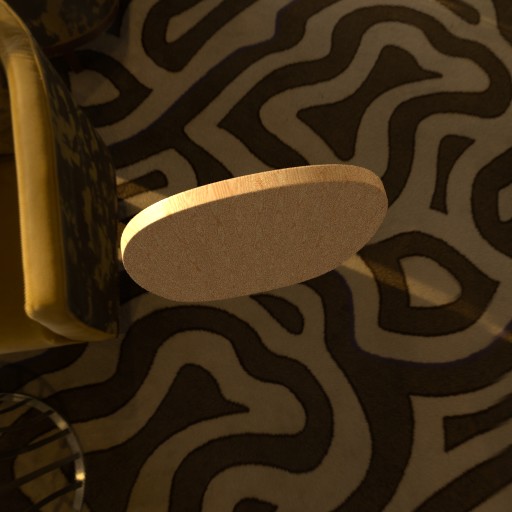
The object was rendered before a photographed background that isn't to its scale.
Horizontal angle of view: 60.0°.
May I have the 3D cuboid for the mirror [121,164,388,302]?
[{"bbox_3d":[0.000,0.000,1.359,0.724,1.075,0.037,-12,75,-3],"label":"mirror"}]
